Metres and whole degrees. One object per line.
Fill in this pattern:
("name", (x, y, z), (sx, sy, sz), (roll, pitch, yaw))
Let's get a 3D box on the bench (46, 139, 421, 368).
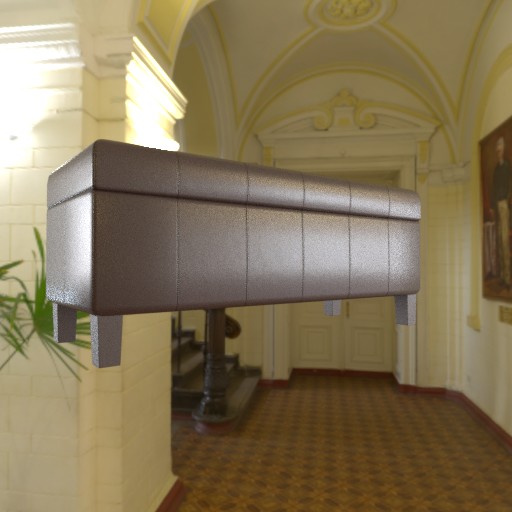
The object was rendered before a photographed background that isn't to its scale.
("bench", (0.000, 0.000, 1.342), (1.092, 0.457, 0.429), (1, -1, -36))
